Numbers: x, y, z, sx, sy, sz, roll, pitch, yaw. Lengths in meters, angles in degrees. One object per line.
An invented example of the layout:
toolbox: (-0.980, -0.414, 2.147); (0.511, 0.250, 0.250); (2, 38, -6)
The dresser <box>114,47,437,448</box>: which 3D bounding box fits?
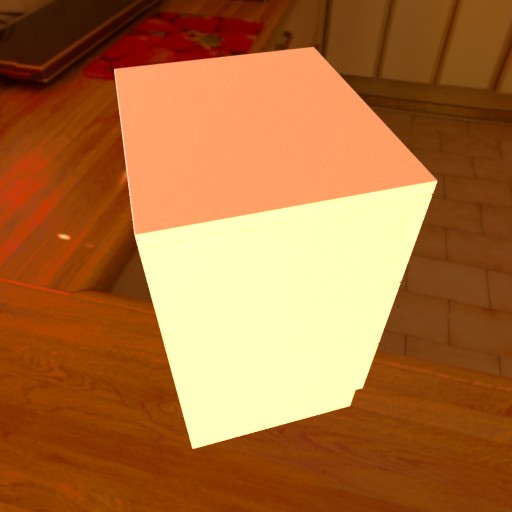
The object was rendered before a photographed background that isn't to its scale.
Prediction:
dresser: (0.000, 0.000, 0.809); (0.360, 0.560, 0.400); (-11, 47, -11)
